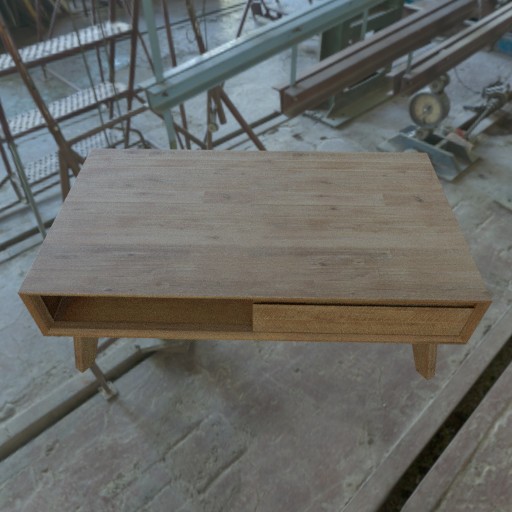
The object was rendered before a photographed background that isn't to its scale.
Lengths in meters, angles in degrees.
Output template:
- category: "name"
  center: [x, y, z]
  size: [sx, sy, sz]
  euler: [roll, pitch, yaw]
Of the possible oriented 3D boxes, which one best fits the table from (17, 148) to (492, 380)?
- category: "table"
  center: [0.000, 0.000, 2.015]
  size: [1.619, 0.531, 0.918]
  euler: [1, 46, 1]
